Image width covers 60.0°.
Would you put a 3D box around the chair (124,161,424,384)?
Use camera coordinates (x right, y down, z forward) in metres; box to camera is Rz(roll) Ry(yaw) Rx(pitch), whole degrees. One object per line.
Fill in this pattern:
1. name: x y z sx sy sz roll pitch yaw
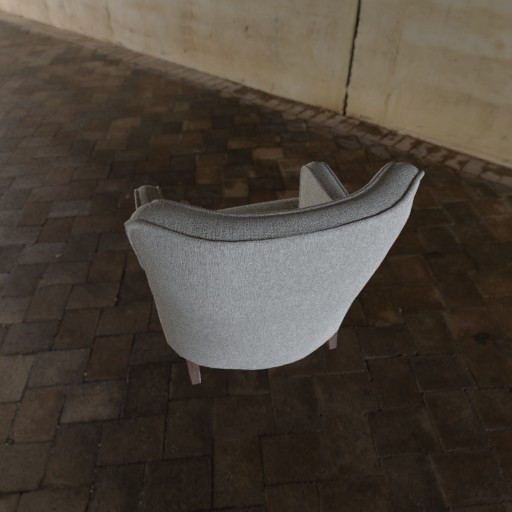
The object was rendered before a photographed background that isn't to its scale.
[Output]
1. chair: 0.000 0.000 1.613 0.820 0.920 0.910 -11 42 -13
